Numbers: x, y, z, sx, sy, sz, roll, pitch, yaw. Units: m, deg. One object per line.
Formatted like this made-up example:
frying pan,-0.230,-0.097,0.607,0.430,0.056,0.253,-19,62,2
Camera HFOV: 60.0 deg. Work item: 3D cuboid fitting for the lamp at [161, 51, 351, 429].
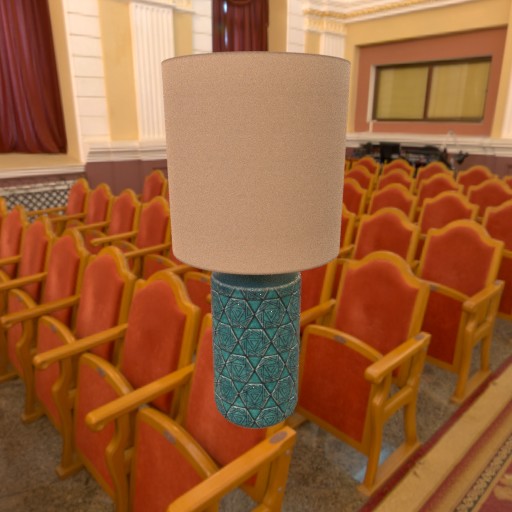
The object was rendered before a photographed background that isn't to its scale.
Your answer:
lamp,0.000,0.000,0.751,0.278,0.597,0.278,-15,23,-40
